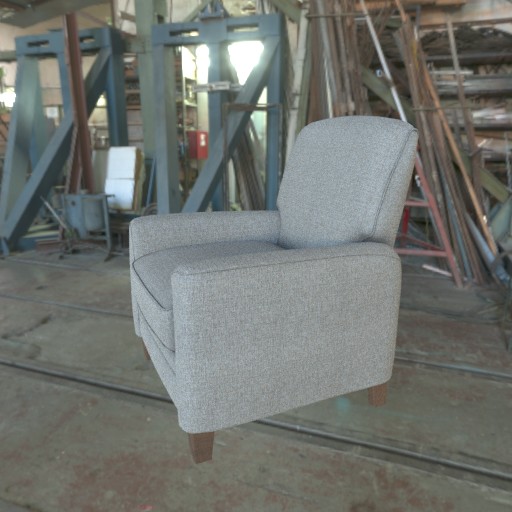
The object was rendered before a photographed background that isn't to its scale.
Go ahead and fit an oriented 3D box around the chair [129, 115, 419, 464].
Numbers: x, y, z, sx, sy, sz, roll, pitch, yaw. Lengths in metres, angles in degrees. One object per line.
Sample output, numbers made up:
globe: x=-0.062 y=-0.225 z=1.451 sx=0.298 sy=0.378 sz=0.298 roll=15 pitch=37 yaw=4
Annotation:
chair: x=0.000 y=0.000 z=1.658 sx=0.864 sy=1.014 sz=0.848 roll=-7 pitch=17 yaw=-24
